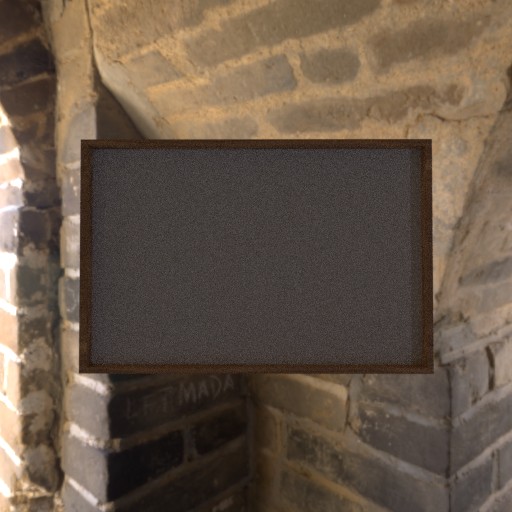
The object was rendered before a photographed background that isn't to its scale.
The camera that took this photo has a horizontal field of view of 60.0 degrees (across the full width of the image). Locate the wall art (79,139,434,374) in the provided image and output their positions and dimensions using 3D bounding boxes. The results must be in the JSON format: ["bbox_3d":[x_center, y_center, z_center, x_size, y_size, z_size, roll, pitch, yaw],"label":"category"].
[{"bbox_3d":[0.000,0.000,1.160,0.911,0.605,0.037,0,-1,0],"label":"wall art"}]
